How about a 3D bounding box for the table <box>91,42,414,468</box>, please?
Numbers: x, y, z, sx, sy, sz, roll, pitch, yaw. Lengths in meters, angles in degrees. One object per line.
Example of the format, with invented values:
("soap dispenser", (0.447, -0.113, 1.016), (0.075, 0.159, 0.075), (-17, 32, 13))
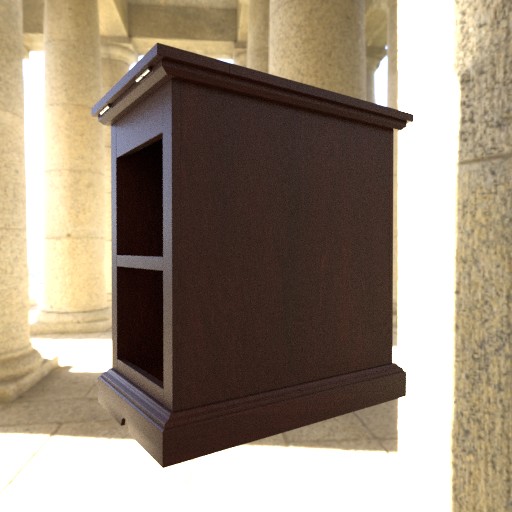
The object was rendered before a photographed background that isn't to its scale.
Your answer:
("table", (0.000, 0.000, 0.942), (0.584, 0.612, 0.356), (-1, 1, -35))
